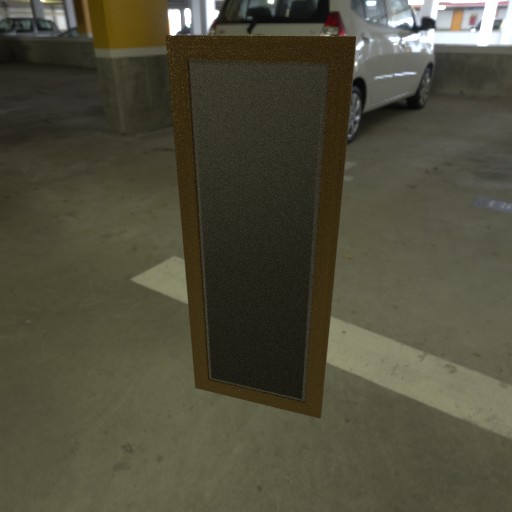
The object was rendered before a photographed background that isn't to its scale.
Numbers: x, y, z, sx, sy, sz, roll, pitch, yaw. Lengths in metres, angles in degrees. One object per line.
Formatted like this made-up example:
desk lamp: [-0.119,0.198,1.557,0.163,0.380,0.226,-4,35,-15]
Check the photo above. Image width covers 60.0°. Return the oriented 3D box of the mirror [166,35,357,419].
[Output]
mirror: [0.000,0.000,2.280,0.812,2.031,0.025,8,29,16]
